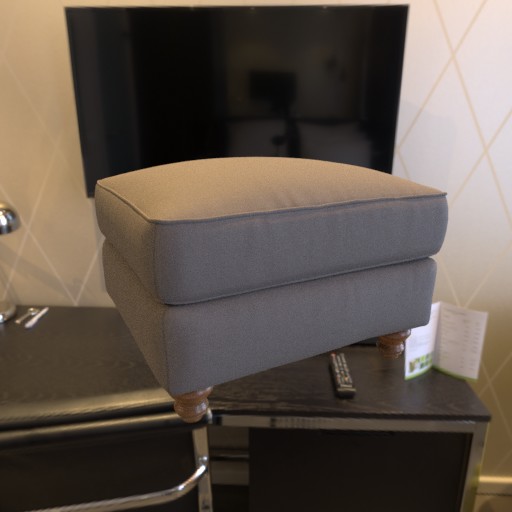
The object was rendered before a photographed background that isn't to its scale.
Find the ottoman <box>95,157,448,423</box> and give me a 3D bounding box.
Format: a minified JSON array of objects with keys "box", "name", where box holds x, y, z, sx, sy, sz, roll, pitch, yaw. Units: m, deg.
[{"box":[0.000,0.000,1.179,0.721,0.505,0.662,-9,19,-26],"name":"ottoman"}]
